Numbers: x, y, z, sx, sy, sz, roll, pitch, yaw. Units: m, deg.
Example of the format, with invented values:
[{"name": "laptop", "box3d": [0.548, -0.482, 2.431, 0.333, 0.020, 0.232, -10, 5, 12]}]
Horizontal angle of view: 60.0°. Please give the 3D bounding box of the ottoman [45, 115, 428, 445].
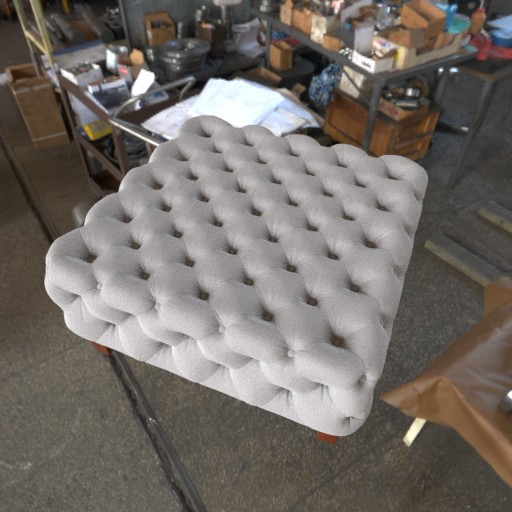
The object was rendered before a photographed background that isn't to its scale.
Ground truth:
[{"name": "ottoman", "box3d": [0.000, 0.000, 1.190, 0.764, 0.365, 0.758, 17, 47, 16]}]
